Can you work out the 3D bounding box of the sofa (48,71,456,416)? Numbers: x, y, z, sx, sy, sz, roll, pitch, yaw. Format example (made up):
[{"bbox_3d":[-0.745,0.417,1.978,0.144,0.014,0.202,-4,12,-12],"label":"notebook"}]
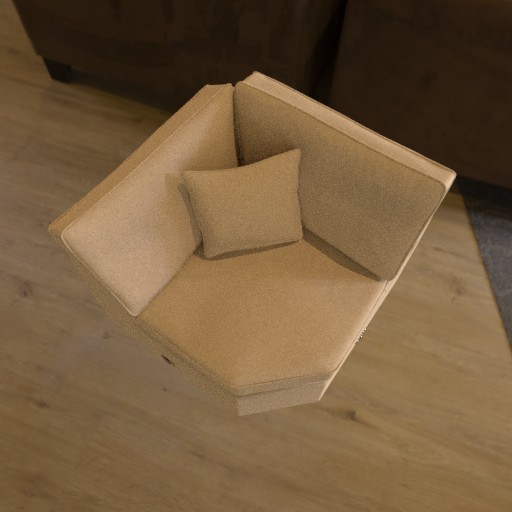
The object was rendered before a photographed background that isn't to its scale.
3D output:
[{"bbox_3d":[0.000,0.000,1.838,1.042,0.937,1.050,32,63,19],"label":"sofa"}]
